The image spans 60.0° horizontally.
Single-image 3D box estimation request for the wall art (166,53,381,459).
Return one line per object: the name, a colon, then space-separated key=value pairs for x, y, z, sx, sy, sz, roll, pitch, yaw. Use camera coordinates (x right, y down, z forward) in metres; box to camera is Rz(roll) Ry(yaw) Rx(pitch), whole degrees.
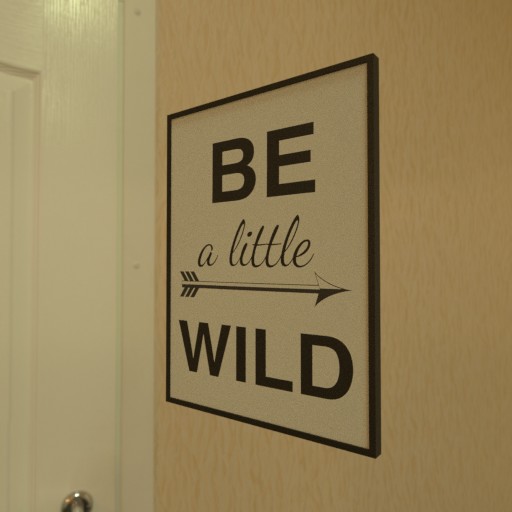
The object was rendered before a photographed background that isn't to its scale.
wall art: x=0.000 y=0.000 z=1.417 sx=0.806 sy=1.062 sz=0.038 roll=-1 pitch=-2 yaw=37
